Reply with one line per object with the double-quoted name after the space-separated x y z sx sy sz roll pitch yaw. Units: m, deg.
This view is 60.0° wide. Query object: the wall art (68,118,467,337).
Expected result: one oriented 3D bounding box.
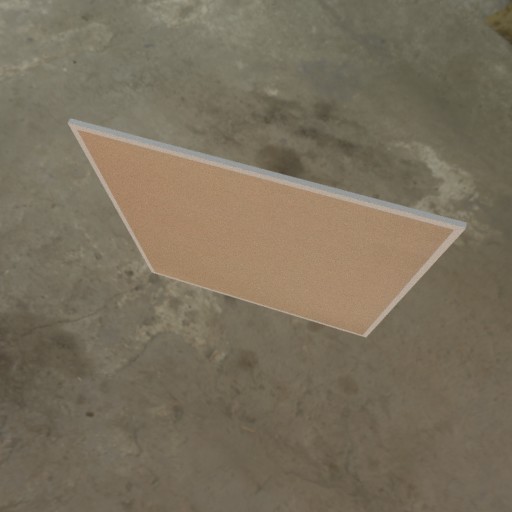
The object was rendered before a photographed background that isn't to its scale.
0.000 0.000 1.231 0.809 0.809 0.012 16 67 7 "wall art"
